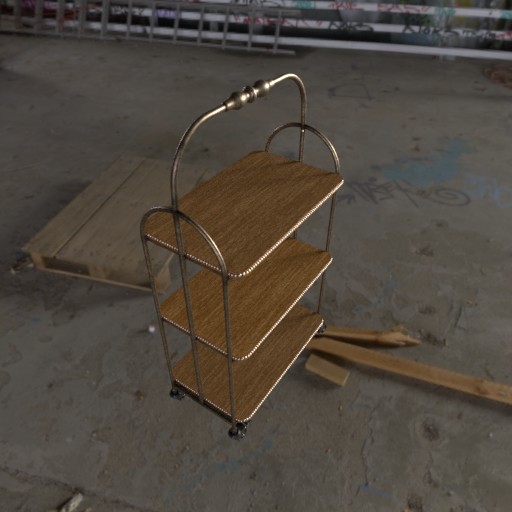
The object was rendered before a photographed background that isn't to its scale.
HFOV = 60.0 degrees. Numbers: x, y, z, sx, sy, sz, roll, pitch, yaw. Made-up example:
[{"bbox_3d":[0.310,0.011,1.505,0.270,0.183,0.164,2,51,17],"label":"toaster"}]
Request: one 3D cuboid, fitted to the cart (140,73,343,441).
[{"bbox_3d":[0.000,0.000,1.370,0.330,1.052,0.650,24,45,26],"label":"cart"}]
